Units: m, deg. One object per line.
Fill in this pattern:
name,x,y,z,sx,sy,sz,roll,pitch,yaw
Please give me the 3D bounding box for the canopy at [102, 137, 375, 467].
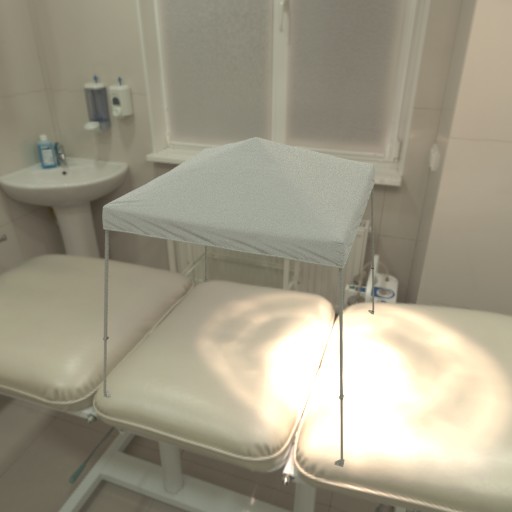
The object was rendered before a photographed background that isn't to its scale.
canopy,0.000,0.000,5.361,2.849,2.849,2.848,9,29,17
